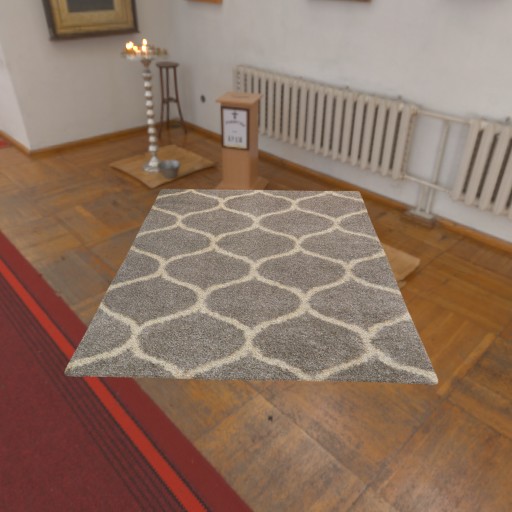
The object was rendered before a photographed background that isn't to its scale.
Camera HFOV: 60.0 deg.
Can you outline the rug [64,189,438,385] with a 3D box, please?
[{"bbox_3d":[0.000,0.000,4.088,2.399,0.026,3.000,1,32,1],"label":"rug"}]
